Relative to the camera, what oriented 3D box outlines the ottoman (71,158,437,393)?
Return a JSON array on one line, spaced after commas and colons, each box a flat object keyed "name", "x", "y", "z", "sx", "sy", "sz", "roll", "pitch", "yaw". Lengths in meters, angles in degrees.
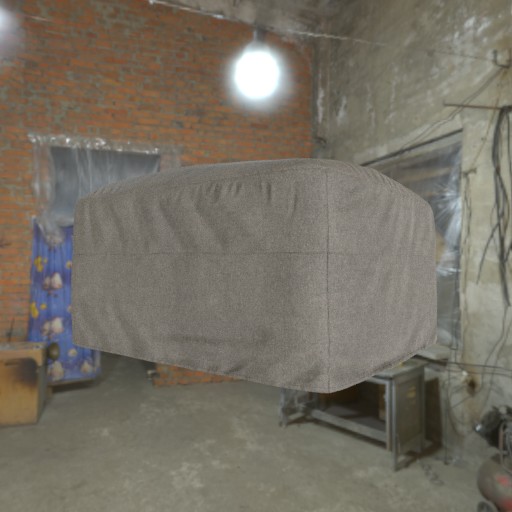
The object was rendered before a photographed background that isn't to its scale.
[{"name": "ottoman", "x": 0.000, "y": 0.000, "z": 1.241, "sx": 0.837, "sy": 0.481, "sz": 0.683, "roll": 0, "pitch": 0, "yaw": 36}]
